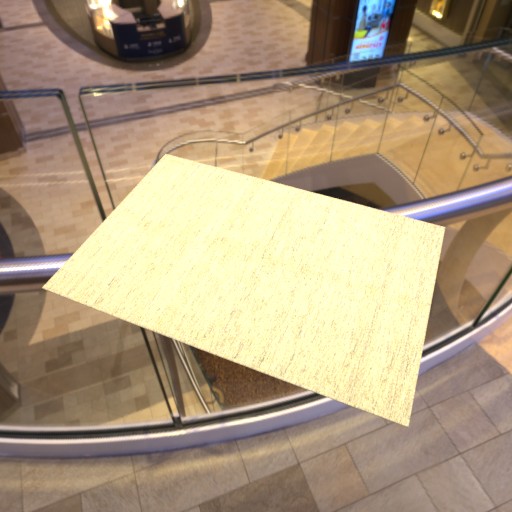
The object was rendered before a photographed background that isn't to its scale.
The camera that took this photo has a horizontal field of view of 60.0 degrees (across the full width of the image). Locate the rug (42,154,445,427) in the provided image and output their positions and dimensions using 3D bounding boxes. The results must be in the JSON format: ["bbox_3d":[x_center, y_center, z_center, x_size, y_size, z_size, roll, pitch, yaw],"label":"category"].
[{"bbox_3d":[0.000,0.000,2.412,1.850,0.015,1.250,17,51,15],"label":"rug"}]
